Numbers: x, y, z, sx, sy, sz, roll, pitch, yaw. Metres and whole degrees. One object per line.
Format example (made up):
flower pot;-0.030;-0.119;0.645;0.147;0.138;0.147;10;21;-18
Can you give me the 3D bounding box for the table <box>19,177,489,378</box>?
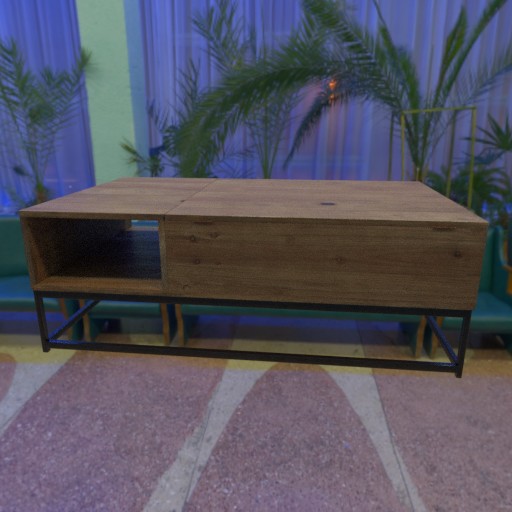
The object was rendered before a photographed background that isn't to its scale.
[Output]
table;0.000;0.000;1.393;1.101;0.395;0.655;2;17;6
